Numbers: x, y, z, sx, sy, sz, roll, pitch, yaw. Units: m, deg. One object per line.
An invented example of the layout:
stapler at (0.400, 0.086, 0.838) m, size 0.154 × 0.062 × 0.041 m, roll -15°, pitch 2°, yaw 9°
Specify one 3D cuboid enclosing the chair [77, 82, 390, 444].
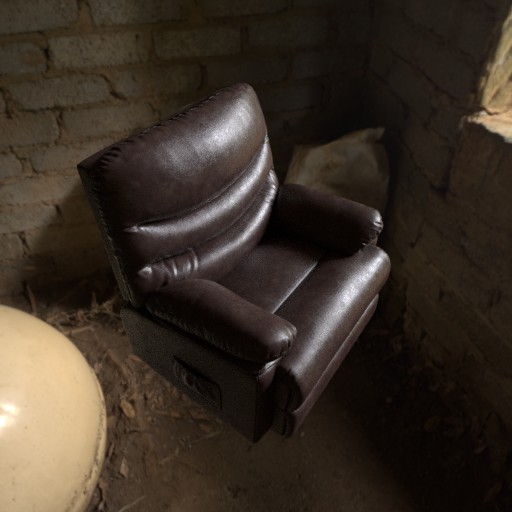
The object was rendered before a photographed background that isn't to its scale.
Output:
chair at (0.000, 0.000, 1.755) m, size 0.879 × 1.041 × 0.940 m, roll 25°, pitch 48°, yaw 25°
